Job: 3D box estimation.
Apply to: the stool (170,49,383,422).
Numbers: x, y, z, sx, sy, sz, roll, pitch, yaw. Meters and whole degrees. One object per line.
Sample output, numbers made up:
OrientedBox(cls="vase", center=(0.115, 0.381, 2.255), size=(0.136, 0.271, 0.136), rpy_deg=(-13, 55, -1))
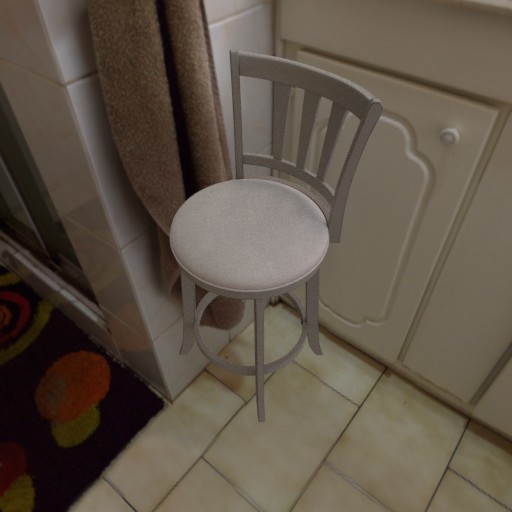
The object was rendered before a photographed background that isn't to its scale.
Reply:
OrientedBox(cls="stool", center=(0.000, 0.000, 1.315), size=(0.450, 0.994, 0.486), rpy_deg=(32, 54, 27))
